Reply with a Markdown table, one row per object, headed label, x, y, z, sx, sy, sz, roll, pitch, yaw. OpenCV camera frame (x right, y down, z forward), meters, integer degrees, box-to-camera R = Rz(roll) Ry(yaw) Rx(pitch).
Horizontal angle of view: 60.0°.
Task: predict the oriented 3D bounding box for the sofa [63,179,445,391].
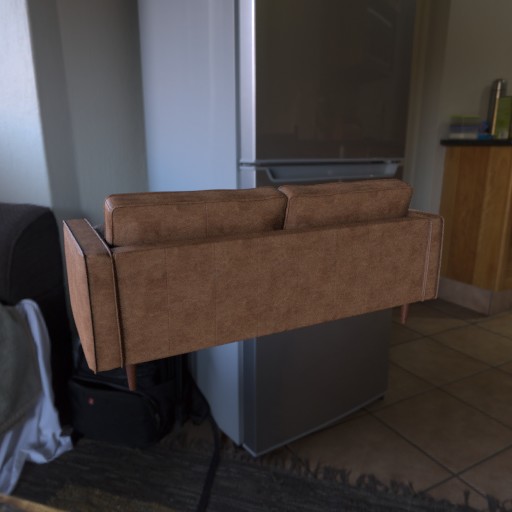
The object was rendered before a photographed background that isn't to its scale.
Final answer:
| label | x | y | z | sx | sy | sz | roll | pitch | yaw |
| --- | --- | --- | --- | --- | --- | --- | --- | --- | --- |
| sofa | 0.000 | 0.000 | 2.467 | 1.920 | 0.825 | 0.924 | -7 | 17 | -26 |
